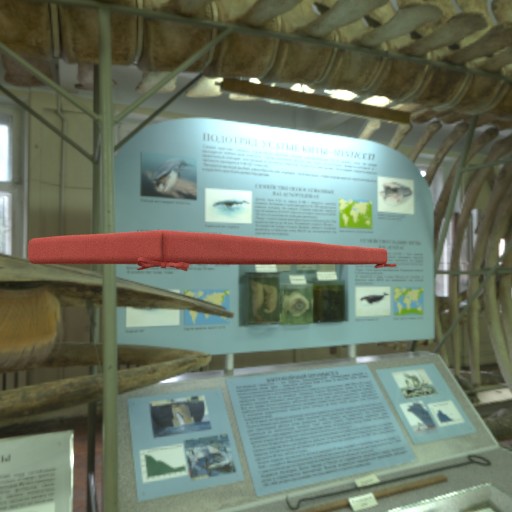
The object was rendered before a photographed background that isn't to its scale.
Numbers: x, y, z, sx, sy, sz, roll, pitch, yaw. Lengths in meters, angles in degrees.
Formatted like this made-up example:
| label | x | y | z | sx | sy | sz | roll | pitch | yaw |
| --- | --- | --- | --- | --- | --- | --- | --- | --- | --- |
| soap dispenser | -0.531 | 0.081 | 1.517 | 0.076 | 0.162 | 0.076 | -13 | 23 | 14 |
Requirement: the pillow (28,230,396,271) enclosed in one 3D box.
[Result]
| label | x | y | z | sx | sy | sz | roll | pitch | yaw |
| --- | --- | --- | --- | --- | --- | --- | --- | --- | --- |
| pillow | 0.000 | 0.000 | 1.343 | 0.492 | 0.081 | 1.187 | -1 | -1 | 36 |
